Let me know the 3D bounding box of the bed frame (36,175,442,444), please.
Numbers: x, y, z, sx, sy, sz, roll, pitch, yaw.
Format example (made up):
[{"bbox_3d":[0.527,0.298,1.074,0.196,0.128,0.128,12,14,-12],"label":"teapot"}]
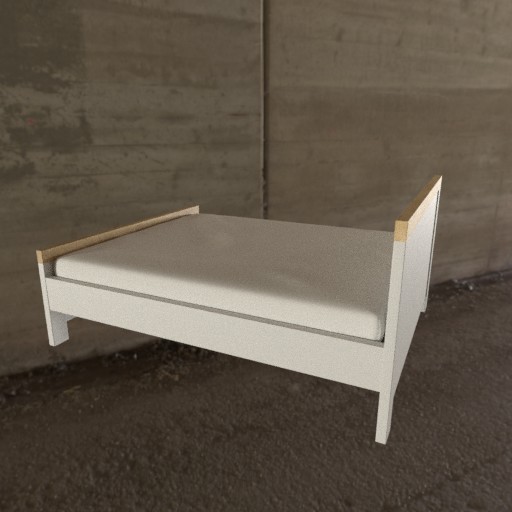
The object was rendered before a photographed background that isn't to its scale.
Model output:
[{"bbox_3d":[0.000,0.000,2.913,2.050,0.980,1.670,8,18,25],"label":"bed frame"}]
